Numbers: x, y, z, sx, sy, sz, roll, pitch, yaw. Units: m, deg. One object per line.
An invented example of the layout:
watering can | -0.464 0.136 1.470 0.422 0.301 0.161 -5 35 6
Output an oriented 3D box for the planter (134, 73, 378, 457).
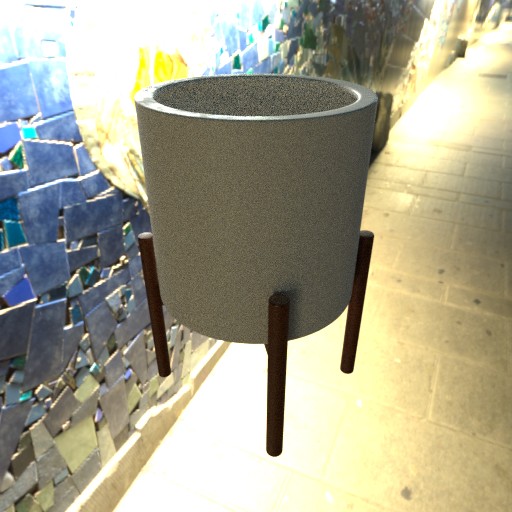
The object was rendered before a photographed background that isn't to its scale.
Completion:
planter | 0.000 0.000 0.948 0.417 0.670 0.417 22 37 33
